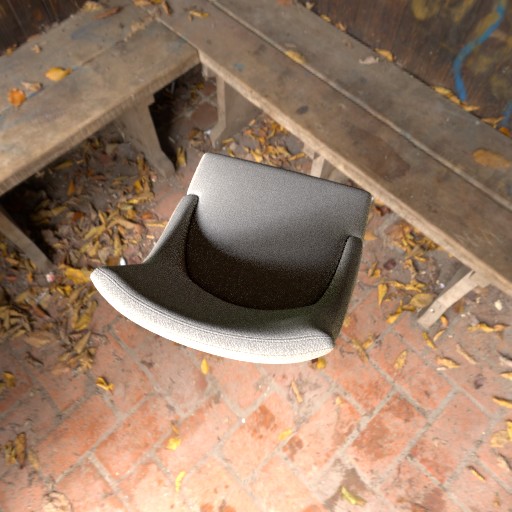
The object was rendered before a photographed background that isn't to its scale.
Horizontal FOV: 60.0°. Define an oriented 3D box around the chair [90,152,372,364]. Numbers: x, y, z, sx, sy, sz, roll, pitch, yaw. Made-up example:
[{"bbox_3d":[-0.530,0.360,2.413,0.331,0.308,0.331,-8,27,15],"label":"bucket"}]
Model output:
[{"bbox_3d":[0.000,0.000,1.485,0.701,0.909,0.861,15,66,7],"label":"chair"}]
